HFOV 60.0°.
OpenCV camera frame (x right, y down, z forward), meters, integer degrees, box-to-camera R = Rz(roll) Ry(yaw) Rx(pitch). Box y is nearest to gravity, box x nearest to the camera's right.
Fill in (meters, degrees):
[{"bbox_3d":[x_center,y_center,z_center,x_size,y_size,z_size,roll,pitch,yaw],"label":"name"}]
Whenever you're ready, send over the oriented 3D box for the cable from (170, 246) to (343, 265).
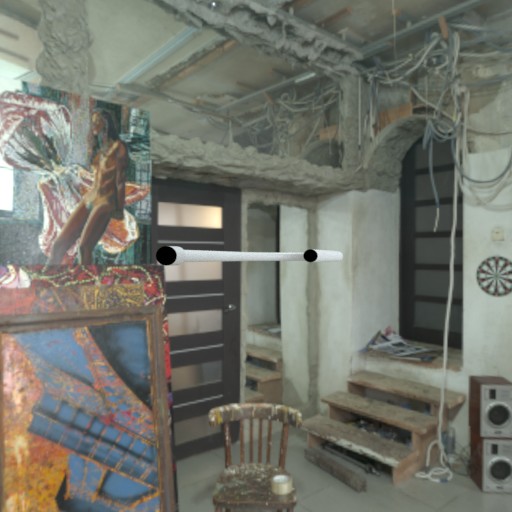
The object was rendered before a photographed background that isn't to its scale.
[{"bbox_3d":[0.000,0.000,0.112,0.040,0.006,0.098,0,0,21],"label":"cable"}]
